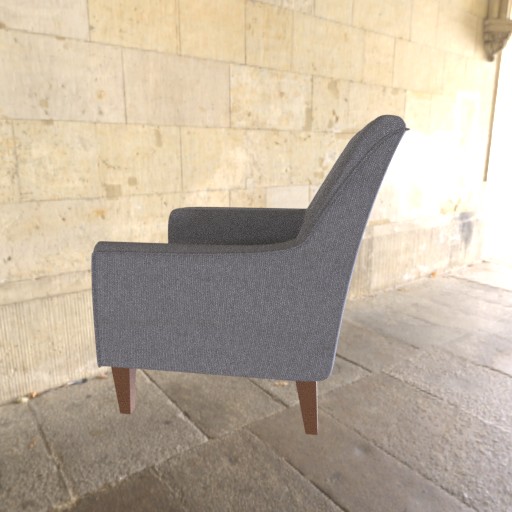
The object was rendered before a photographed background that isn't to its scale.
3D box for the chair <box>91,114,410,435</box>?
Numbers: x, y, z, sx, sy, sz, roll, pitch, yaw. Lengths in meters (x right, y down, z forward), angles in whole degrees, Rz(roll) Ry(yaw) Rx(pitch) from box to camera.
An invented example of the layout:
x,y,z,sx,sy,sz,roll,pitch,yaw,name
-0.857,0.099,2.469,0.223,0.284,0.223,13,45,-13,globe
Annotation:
x,y,z,sx,sy,sz,roll,pitch,yaw,name
0.000,0.000,1.617,0.899,0.919,0.780,2,13,9,chair
